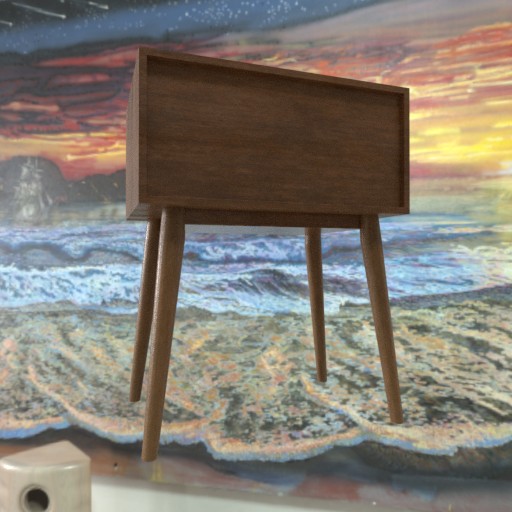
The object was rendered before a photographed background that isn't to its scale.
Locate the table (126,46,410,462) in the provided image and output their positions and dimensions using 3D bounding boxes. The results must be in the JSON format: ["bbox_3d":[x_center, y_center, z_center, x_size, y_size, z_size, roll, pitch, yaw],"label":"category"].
[{"bbox_3d":[0.000,0.000,0.834,0.454,0.580,0.307,0,0,-20],"label":"table"}]
